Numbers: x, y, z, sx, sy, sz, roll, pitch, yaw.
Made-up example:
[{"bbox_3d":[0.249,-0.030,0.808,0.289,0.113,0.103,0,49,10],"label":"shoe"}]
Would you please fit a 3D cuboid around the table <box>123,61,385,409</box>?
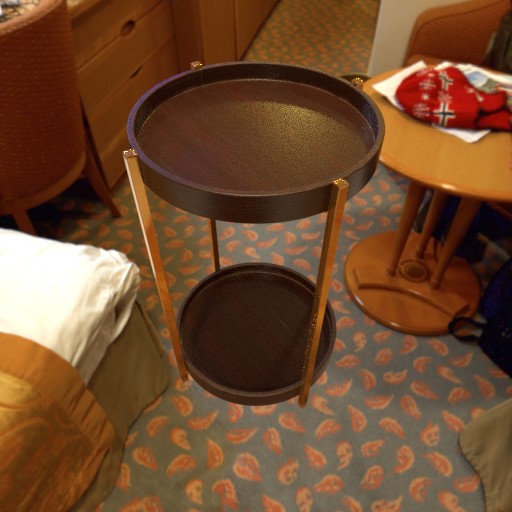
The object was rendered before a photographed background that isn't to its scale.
[{"bbox_3d":[0.000,0.000,0.866,0.400,0.610,0.400,-24,52,-21],"label":"table"}]
